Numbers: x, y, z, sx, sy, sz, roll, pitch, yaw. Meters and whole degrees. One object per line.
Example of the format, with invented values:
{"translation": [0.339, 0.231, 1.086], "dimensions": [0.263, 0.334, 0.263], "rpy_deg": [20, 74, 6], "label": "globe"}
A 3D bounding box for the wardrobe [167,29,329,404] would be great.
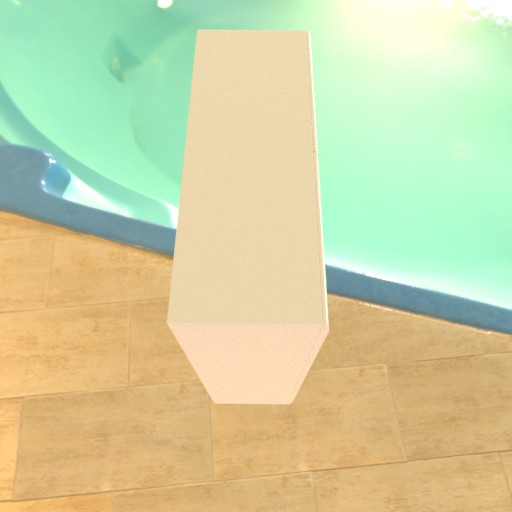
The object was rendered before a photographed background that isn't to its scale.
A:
{"translation": [0.000, 0.000, 1.651], "dimensions": [0.360, 1.200, 0.900], "rpy_deg": [1, 64, 0], "label": "wardrobe"}
